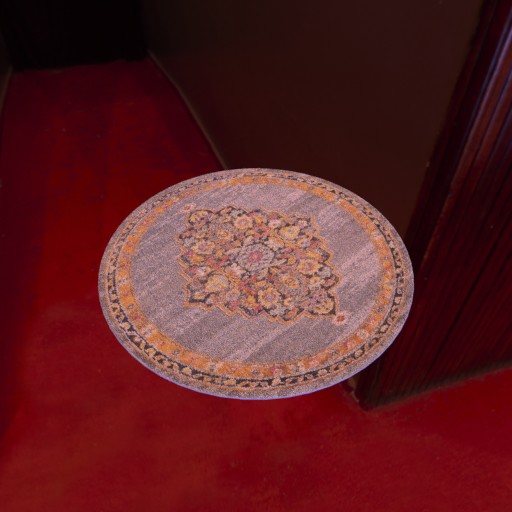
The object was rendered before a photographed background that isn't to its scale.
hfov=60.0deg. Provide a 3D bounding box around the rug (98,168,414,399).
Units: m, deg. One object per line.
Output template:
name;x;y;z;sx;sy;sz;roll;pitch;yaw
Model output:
rug;0.000;0.000;3.448;2.382;0.014;2.382;0;45;0
